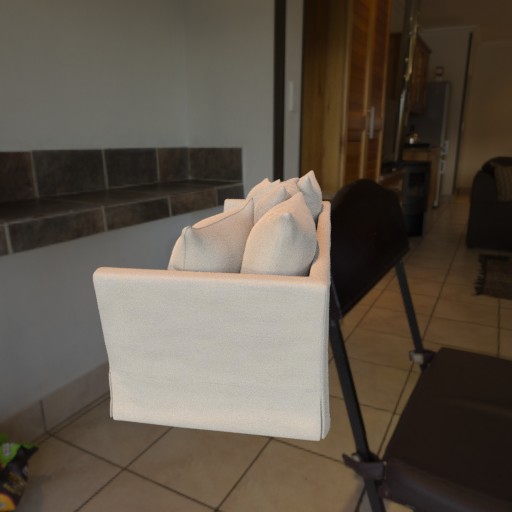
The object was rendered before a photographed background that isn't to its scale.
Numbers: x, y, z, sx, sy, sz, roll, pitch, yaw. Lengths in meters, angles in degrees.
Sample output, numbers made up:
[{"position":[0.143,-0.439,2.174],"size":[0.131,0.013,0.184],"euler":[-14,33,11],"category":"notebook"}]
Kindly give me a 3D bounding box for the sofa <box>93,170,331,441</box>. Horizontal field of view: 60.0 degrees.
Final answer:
[{"position":[0.000,0.000,3.025],"size":[1.046,1.047,2.499],"euler":[2,15,9],"category":"sofa"}]
